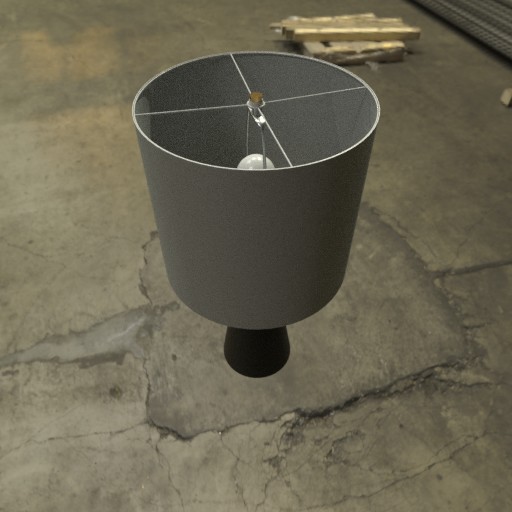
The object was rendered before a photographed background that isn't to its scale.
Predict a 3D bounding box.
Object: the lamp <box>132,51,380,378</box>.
[{"bbox_3d":[0.000,0.000,0.764,0.308,0.580,0.308,-10,47,-10],"label":"lamp"}]
